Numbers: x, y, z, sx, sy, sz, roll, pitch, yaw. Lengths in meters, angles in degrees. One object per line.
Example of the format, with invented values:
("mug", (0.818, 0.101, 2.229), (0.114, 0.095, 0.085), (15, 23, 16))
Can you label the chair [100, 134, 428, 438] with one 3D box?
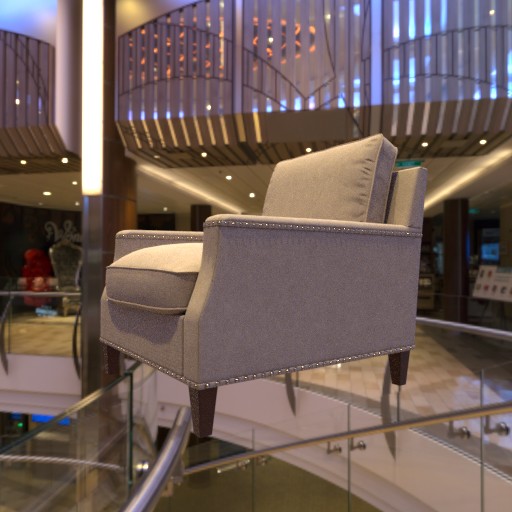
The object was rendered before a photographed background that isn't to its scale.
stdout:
("chair", (0.000, 0.000, 1.728), (1.014, 0.943, 0.853), (0, -1, -35))
